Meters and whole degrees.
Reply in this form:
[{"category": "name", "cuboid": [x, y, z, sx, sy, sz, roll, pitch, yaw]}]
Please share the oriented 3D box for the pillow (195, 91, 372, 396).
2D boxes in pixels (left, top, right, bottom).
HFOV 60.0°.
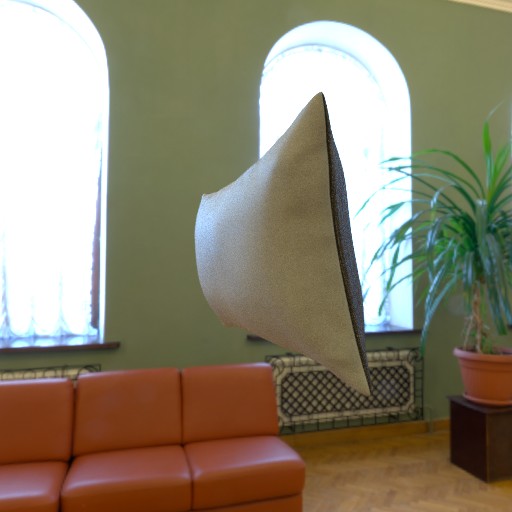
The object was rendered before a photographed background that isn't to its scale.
[{"category": "pillow", "cuboid": [0.000, 0.000, 0.731, 0.156, 0.305, 0.608, 1, -2, -18]}]
